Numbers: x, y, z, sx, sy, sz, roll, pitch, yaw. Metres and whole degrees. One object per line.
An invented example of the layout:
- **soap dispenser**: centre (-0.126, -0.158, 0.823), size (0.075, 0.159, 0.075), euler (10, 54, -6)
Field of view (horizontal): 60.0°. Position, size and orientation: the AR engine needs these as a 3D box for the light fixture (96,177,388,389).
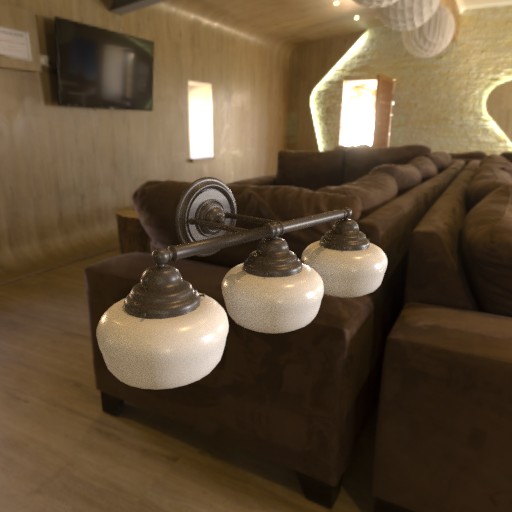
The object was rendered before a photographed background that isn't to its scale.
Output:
- **light fixture**: centre (0.000, 0.000, 0.730), size (0.239, 0.242, 0.587), euler (14, 21, 41)
